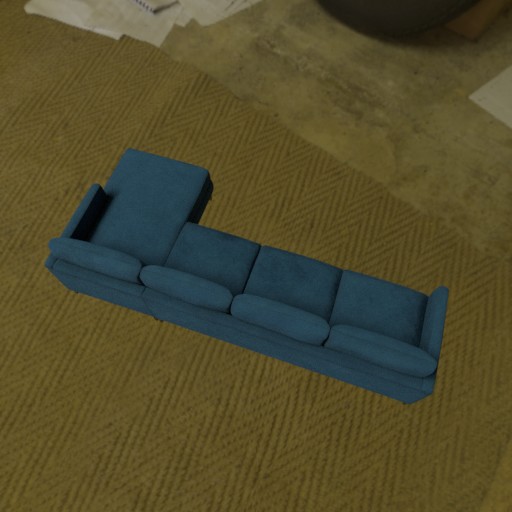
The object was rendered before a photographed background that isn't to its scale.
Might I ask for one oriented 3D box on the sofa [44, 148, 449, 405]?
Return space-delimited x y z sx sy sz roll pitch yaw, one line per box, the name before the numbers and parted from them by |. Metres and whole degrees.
sofa | 0.000 0.000 3.525 2.932 0.810 1.350 17 65 8
